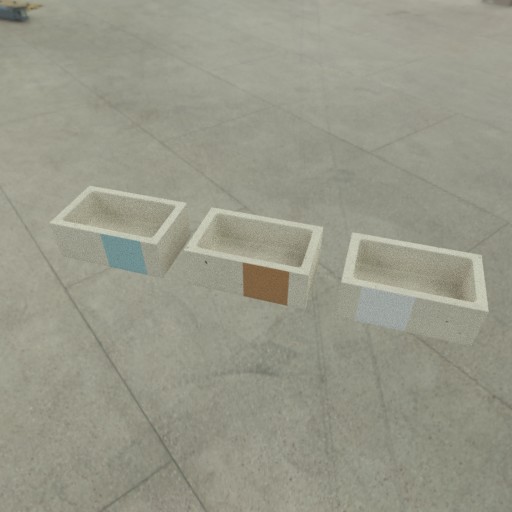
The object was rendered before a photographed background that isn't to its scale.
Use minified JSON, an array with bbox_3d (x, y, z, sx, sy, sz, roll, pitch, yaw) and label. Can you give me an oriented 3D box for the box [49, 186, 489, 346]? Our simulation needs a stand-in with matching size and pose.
[{"bbox_3d":[0.000,0.000,0.494,0.461,0.051,0.082,11,42,13],"label":"box"}]
